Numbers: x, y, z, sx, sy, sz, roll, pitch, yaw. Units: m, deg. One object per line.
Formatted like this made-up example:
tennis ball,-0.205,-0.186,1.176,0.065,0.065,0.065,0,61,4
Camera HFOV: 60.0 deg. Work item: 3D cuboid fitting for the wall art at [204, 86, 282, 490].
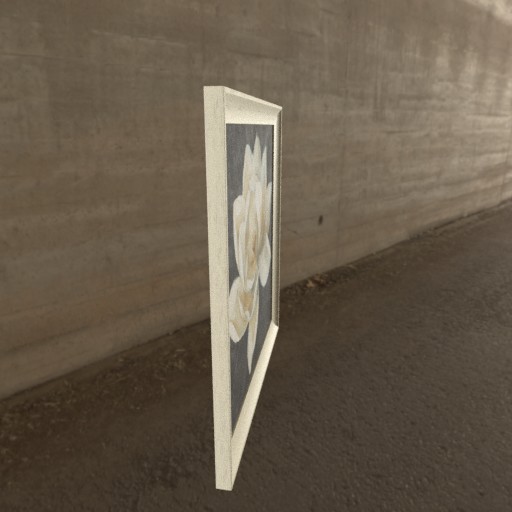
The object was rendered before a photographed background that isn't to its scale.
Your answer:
wall art,0.000,0.000,1.529,0.045,1.016,1.016,3,17,10
